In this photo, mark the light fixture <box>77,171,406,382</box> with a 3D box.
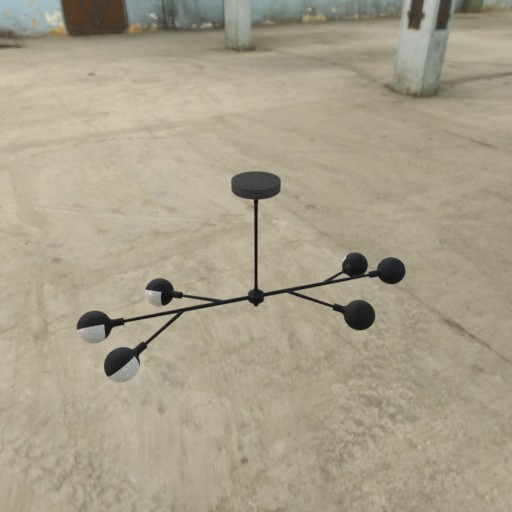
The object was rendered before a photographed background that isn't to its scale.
[{"bbox_3d":[0.000,0.000,0.996,0.778,0.362,0.434,-1,32,-1],"label":"light fixture"}]
